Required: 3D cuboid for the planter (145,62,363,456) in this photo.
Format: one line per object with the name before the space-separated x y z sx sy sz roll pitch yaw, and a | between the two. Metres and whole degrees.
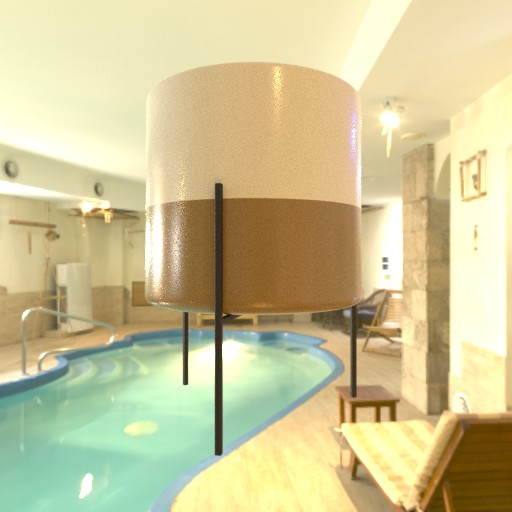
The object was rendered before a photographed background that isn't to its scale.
planter | 0.000 0.000 0.633 0.310 0.432 0.310 0 0 -1
